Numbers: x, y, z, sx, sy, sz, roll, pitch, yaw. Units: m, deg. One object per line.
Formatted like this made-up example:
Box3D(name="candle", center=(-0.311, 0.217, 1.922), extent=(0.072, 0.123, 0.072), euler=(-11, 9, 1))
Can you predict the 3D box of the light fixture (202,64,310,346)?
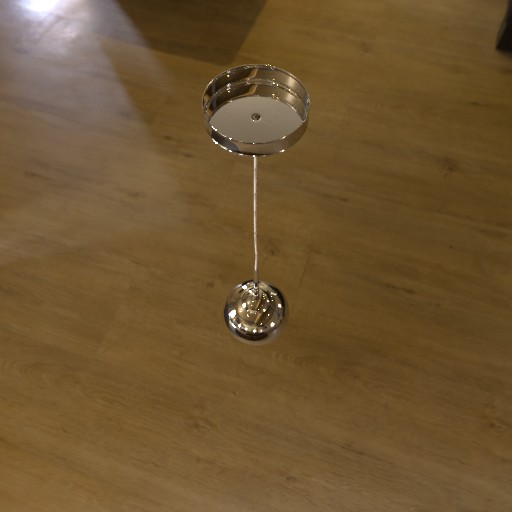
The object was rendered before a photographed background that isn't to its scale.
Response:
Box3D(name="light fixture", center=(0.000, 0.000, 1.697), extent=(0.336, 1.538, 0.336), euler=(32, 67, 15))
